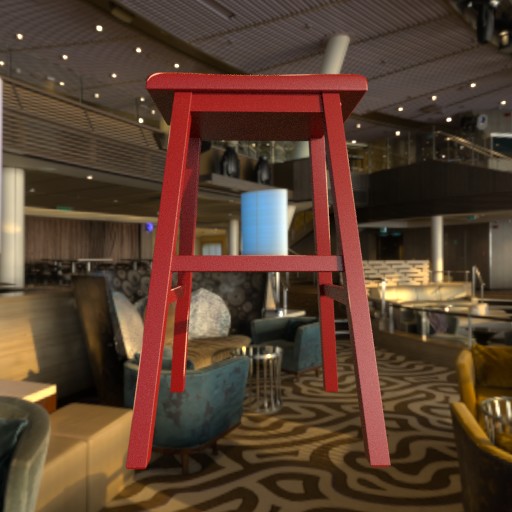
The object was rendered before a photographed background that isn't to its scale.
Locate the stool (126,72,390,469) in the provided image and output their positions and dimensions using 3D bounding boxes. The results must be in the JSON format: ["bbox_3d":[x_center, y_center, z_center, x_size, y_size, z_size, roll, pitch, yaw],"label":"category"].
[{"bbox_3d":[0.000,0.000,1.007,0.457,0.737,0.476,0,-1,-1],"label":"stool"}]
